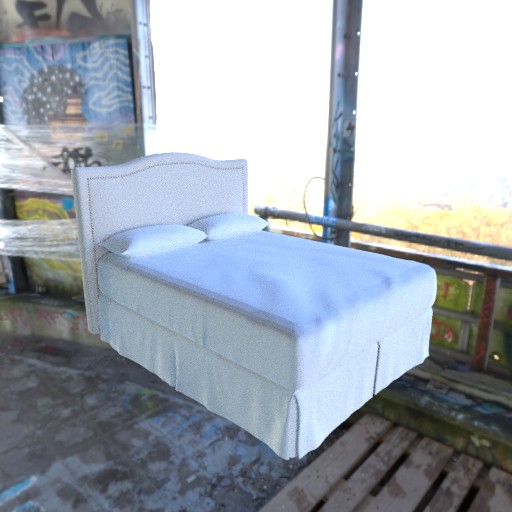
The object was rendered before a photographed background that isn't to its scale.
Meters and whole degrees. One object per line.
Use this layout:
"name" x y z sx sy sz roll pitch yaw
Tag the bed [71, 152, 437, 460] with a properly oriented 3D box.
"bed" 0.000 0.000 3.309 2.143 1.460 1.753 15 21 42
